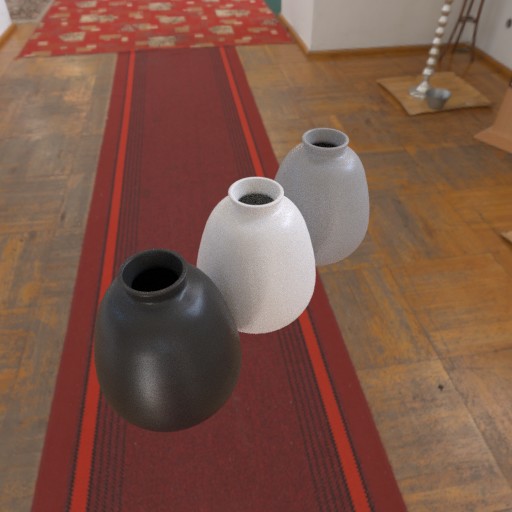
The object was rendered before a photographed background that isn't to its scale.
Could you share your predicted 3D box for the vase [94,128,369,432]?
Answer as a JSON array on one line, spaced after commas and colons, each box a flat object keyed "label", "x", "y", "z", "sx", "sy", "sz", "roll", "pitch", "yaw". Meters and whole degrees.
[{"label": "vase", "x": 0.000, "y": 0.000, "z": 0.352, "sx": 0.097, "sy": 0.122, "sz": 0.297, "roll": 25, "pitch": 47, "yaw": 26}]
